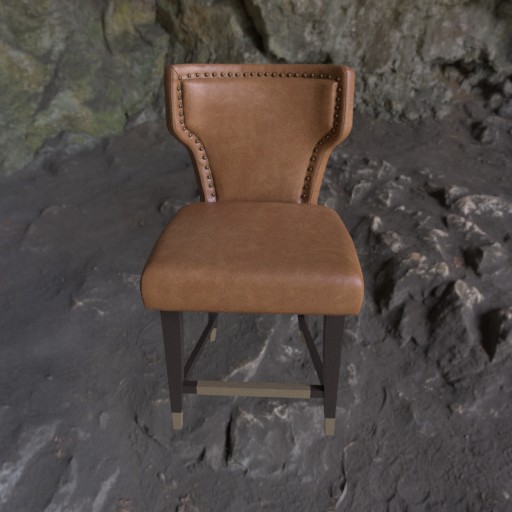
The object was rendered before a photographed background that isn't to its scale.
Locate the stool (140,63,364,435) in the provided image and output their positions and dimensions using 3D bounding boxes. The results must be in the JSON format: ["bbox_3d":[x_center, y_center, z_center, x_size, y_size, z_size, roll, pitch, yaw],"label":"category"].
[{"bbox_3d":[0.000,0.000,1.278,0.526,0.982,0.563,1,30,2],"label":"stool"}]
